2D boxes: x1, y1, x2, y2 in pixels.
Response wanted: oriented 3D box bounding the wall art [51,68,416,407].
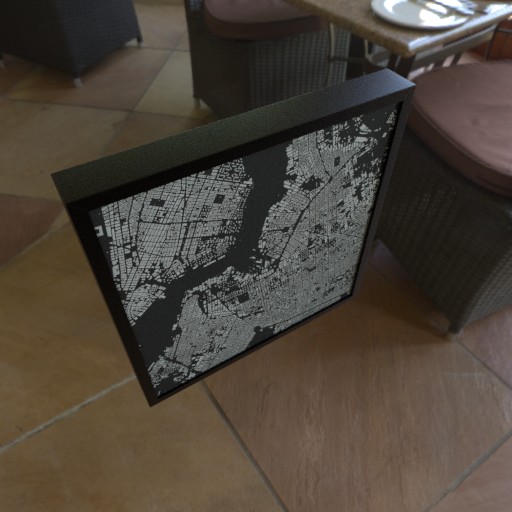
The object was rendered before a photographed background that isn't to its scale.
[{"bbox_3d":[0.000,0.000,0.448,0.299,0.299,0.037,-24,52,-20],"label":"wall art"}]
